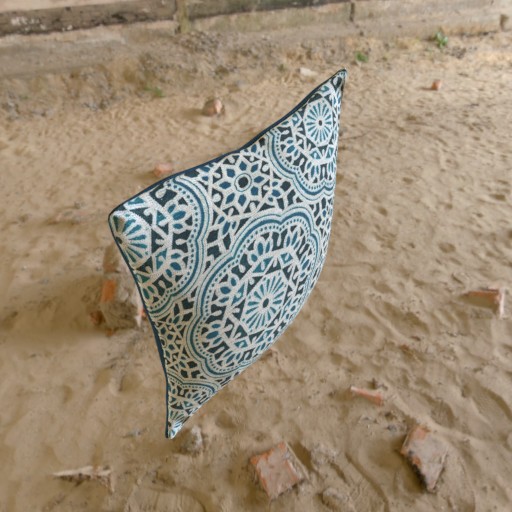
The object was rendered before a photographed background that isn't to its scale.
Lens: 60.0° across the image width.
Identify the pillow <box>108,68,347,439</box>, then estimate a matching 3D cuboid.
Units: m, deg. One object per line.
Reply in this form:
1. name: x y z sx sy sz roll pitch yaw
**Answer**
1. pillow: 0.000 0.000 0.650 0.145 0.420 0.440 26 48 26
